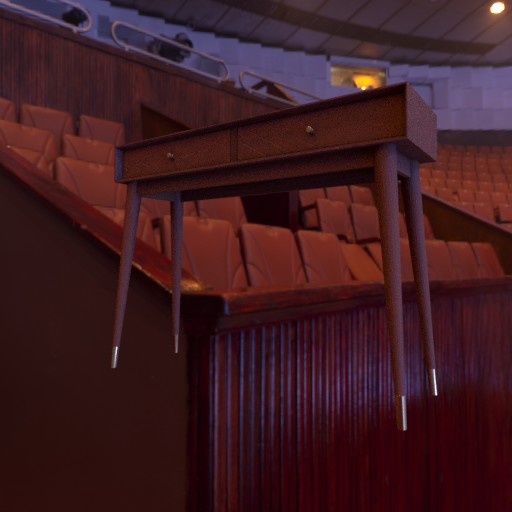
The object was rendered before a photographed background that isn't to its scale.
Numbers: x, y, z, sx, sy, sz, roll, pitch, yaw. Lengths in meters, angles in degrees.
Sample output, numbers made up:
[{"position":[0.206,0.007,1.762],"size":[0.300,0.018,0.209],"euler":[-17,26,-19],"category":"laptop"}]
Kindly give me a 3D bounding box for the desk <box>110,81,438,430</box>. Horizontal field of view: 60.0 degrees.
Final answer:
[{"position":[0.000,0.000,1.649],"size":[1.204,0.917,0.384],"euler":[0,-1,34],"category":"desk"}]
